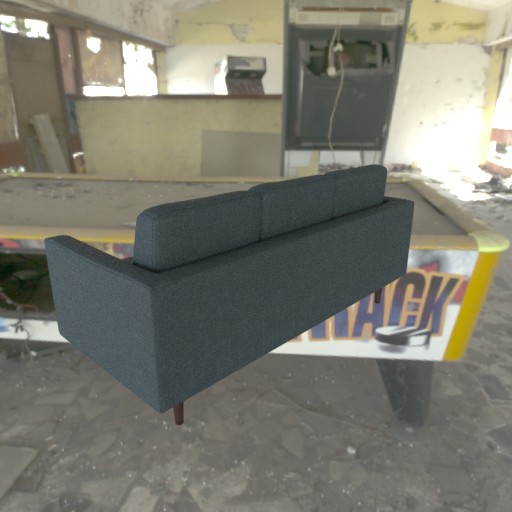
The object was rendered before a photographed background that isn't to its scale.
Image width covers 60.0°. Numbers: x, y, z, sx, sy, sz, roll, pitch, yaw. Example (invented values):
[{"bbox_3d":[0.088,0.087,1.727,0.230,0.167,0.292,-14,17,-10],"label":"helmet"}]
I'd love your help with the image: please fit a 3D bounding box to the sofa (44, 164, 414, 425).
[{"bbox_3d":[0.000,0.000,2.568,0.935,0.945,2.013,17,25,41],"label":"sofa"}]
